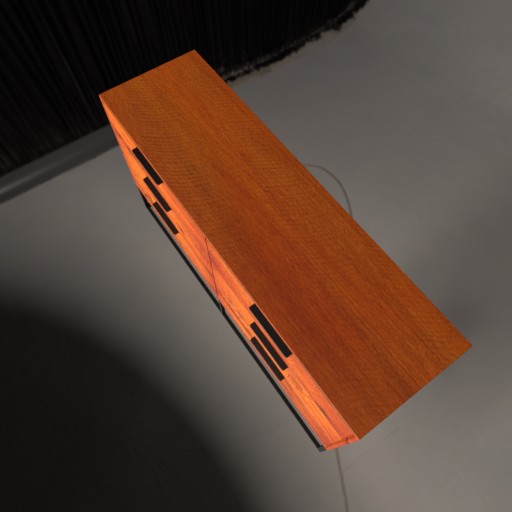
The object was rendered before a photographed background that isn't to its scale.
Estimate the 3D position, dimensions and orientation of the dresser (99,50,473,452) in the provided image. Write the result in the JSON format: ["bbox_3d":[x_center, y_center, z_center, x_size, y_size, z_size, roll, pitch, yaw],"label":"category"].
[{"bbox_3d":[0.000,0.000,1.875,0.464,0.810,1.536,-33,68,-15],"label":"dresser"}]
